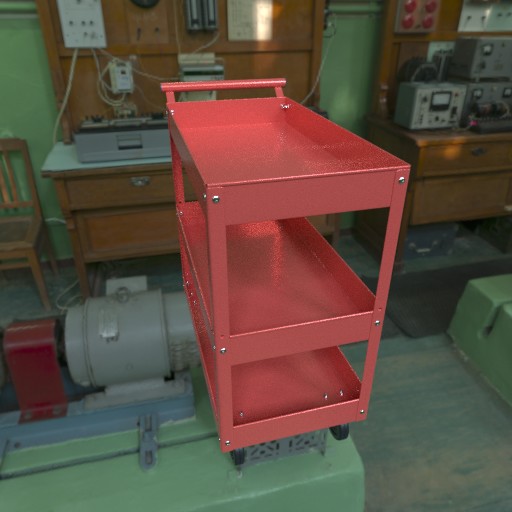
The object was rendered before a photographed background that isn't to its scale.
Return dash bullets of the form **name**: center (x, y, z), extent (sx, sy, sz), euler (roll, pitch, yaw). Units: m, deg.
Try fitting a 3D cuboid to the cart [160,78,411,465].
- **cart**: center (0.000, 0.000, 1.174), extent (0.366, 0.780, 0.719), euler (-8, 30, -13)
